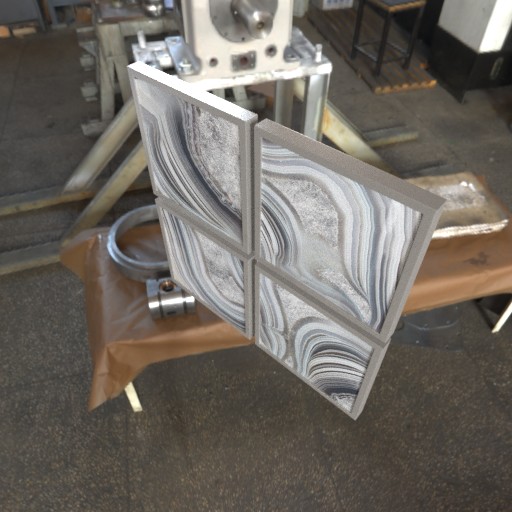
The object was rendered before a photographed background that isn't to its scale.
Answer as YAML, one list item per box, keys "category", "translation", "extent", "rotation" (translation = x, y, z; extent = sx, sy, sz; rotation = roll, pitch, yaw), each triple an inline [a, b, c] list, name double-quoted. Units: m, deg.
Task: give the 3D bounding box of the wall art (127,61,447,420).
- category: "wall art"
  translation: [0.000, 0.000, 0.906]
  extent: [0.611, 0.611, 0.029]
  rotation: [33, 55, 27]
